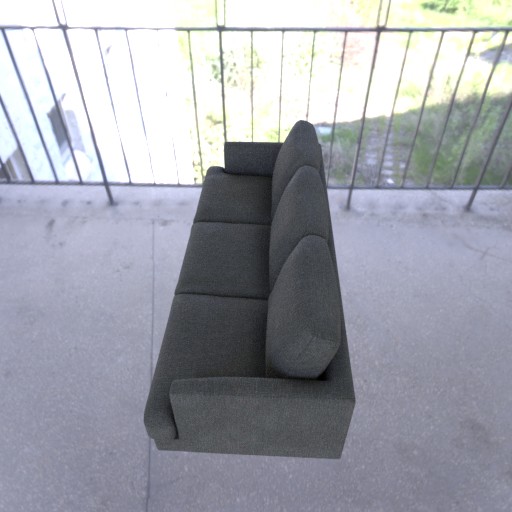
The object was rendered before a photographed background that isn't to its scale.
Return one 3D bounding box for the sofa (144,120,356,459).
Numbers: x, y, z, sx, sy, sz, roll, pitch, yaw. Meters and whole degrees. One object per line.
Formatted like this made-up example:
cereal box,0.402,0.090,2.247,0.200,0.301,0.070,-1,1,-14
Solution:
sofa,0.000,0.000,2.732,0.903,0.930,2.246,2,41,2
